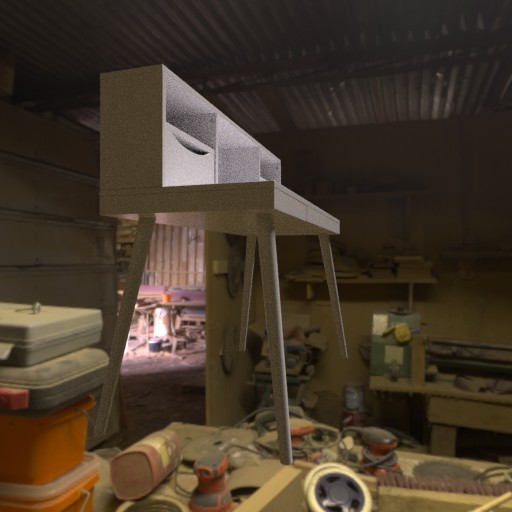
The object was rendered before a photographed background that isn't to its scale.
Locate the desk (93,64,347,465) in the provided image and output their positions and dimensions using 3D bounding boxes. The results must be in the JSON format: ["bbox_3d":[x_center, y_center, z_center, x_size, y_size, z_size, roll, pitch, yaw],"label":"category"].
[{"bbox_3d":[0.000,0.000,1.696,0.559,0.990,1.199,0,0,18],"label":"desk"}]
